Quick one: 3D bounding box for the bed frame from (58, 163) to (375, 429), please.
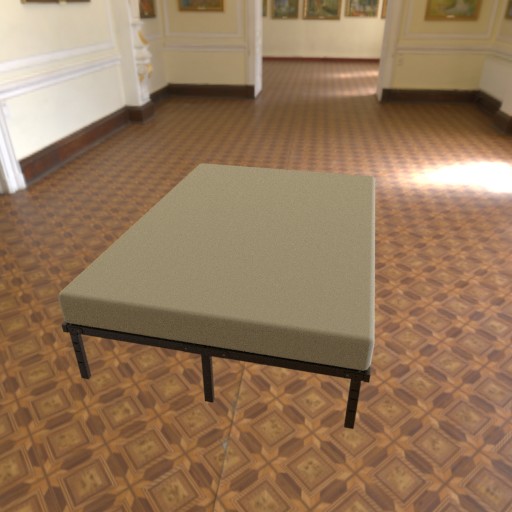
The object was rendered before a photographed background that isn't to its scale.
[{"bbox_3d":[0.000,0.000,3.753,2.205,0.680,2.842,10,31,18],"label":"bed frame"}]
